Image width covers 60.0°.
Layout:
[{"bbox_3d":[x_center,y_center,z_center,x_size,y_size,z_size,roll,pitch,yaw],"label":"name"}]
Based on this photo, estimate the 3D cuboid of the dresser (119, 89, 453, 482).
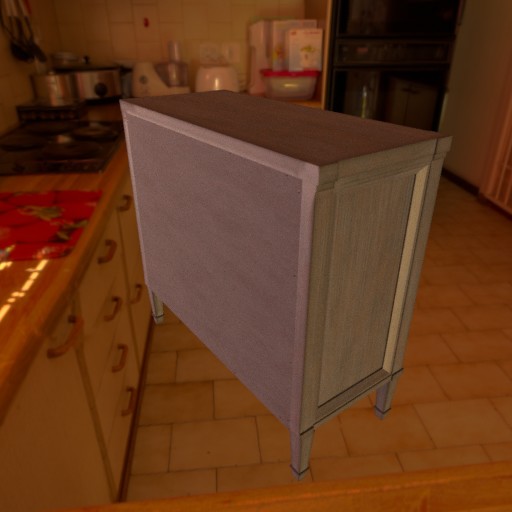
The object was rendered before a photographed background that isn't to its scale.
[{"bbox_3d":[0.000,0.000,1.590,0.463,0.986,1.049,-19,33,-32],"label":"dresser"}]
